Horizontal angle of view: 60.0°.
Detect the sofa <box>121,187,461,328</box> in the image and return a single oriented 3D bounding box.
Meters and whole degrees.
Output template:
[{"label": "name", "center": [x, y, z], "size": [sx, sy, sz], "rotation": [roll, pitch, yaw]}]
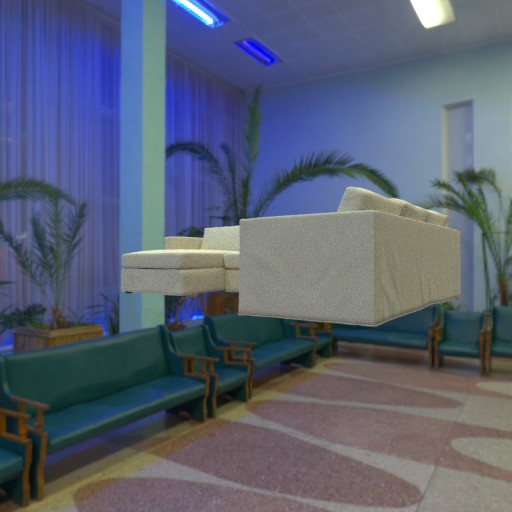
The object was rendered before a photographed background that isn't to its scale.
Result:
[{"label": "sofa", "center": [0.000, 0.000, 4.569], "size": [3.464, 0.882, 2.448], "rotation": [0, 0, 35]}]
